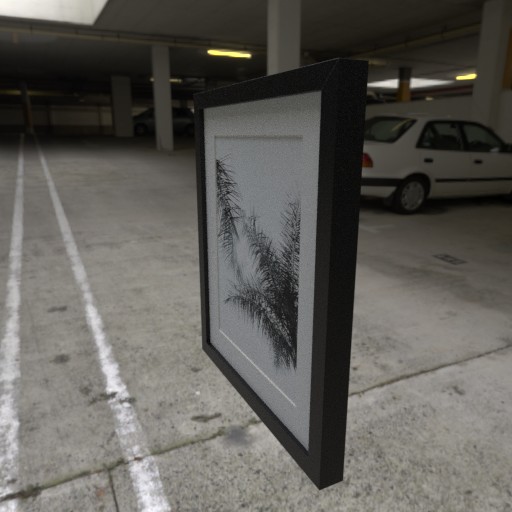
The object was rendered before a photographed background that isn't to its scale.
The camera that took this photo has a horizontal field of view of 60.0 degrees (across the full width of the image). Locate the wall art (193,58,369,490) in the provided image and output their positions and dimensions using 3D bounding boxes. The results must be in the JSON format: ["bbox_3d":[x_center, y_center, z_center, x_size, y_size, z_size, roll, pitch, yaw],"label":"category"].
[{"bbox_3d":[0.000,0.000,0.518,0.028,0.380,0.325,-7,17,-26],"label":"wall art"}]
